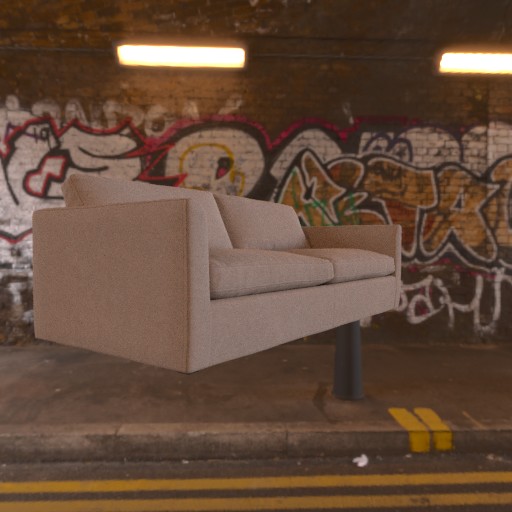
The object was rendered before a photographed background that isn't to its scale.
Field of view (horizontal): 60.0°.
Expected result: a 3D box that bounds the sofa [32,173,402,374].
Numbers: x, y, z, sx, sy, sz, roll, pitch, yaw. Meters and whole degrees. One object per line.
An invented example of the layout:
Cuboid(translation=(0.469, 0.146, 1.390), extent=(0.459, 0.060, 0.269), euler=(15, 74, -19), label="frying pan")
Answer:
Cuboid(translation=(0.000, 0.000, 2.740), extent=(1.090, 0.838, 2.588), euler=(1, 1, 36), label="sofa")
